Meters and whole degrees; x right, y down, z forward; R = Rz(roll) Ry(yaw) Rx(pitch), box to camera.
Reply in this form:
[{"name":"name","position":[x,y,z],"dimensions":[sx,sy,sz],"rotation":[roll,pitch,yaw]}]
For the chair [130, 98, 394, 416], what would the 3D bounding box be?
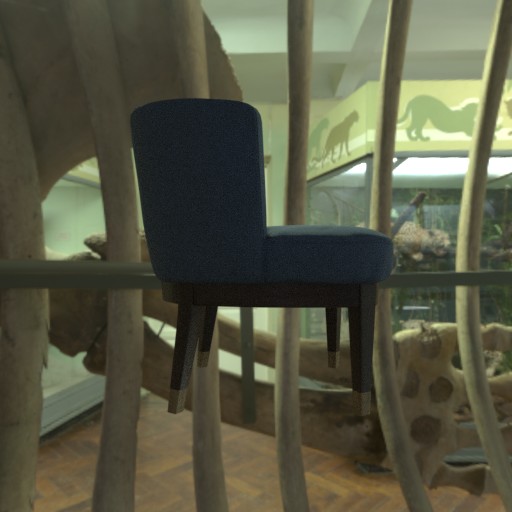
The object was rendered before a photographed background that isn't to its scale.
[{"name":"chair","position":[0.000,0.000,1.297],"dimensions":[0.702,0.760,0.661],"rotation":[0,0,1]}]
